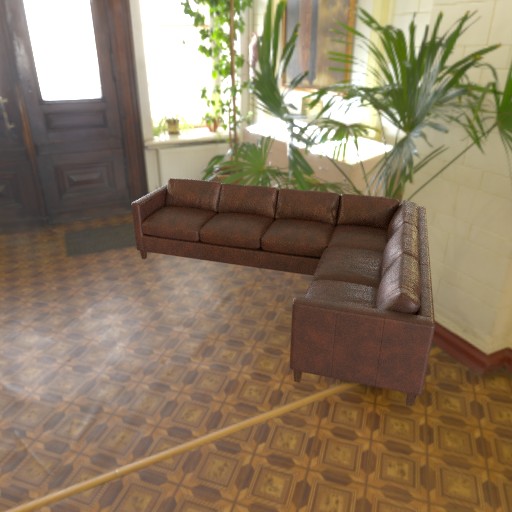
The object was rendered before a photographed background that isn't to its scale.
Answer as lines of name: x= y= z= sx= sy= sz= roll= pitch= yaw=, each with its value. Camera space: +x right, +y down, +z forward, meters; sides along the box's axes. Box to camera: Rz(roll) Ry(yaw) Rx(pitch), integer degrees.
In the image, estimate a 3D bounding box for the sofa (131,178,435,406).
sofa: x=0.000 y=0.000 z=4.377 sx=3.152 sy=0.836 sz=2.438 roll=8 pitch=26 yaw=16
